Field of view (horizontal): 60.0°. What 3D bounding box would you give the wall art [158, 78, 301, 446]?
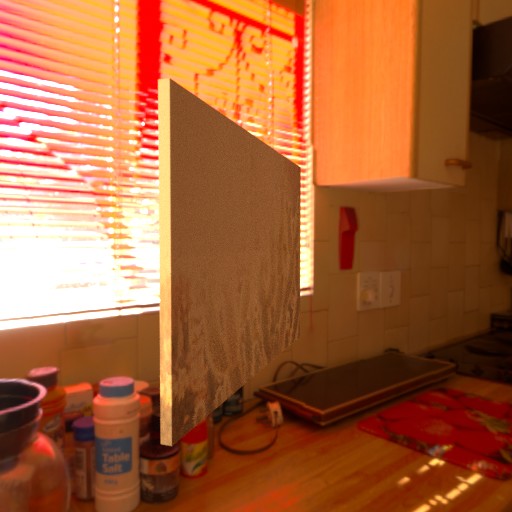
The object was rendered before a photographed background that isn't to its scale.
[{"bbox_3d":[0.000,0.000,1.939,0.038,1.012,1.525,1,2,19],"label":"wall art"}]
